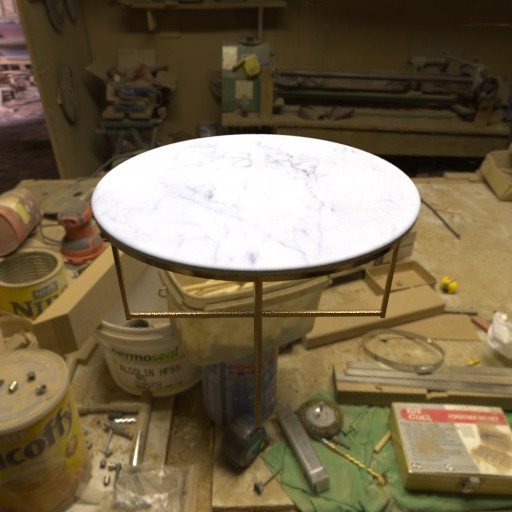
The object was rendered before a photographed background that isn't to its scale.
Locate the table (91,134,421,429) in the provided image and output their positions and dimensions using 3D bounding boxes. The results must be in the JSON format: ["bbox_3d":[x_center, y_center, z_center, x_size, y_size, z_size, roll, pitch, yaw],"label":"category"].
[{"bbox_3d":[0.000,0.000,1.244,0.800,0.450,0.800,0,32,0],"label":"table"}]
